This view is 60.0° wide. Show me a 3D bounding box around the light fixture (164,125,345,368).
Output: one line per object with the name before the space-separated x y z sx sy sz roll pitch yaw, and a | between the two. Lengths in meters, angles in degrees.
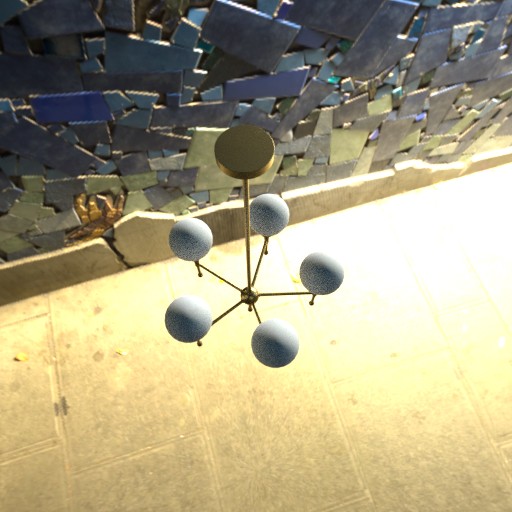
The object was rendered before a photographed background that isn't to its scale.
light fixture | 0.000 0.000 1.784 0.785 1.331 0.815 -2 64 -1
